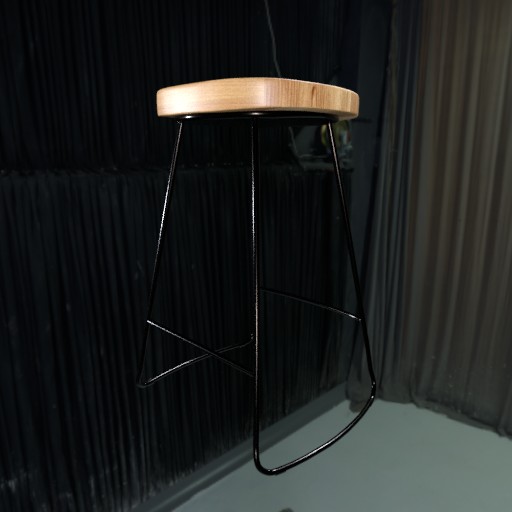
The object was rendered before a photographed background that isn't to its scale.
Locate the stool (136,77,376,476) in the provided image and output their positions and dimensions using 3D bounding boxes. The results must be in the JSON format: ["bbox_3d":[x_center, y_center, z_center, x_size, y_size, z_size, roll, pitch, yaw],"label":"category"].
[{"bbox_3d":[0.000,0.000,0.972,0.401,0.679,0.480,-14,19,-43],"label":"stool"}]
